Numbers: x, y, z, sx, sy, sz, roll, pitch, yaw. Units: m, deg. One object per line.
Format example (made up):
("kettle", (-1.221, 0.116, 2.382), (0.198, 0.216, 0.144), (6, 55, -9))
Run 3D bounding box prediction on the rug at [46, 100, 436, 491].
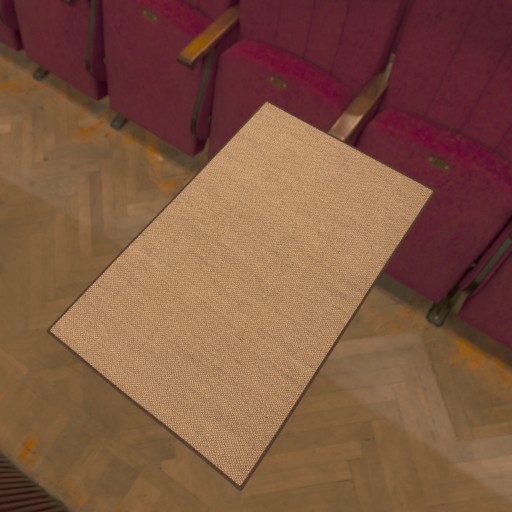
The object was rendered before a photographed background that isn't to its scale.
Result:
("rug", (0.000, 0.000, 2.100), (1.067, 0.013, 1.676), (33, 68, 15))
